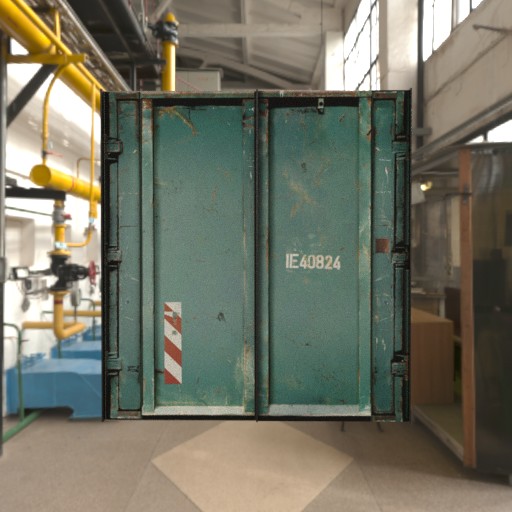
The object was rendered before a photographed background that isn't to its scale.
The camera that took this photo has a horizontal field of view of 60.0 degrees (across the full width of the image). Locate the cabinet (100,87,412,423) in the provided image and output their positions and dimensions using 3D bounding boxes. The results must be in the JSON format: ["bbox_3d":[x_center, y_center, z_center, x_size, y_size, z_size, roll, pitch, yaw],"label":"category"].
[{"bbox_3d":[0.000,0.000,3.192,2.000,2.160,0.680,0,1,1],"label":"cabinet"}]
